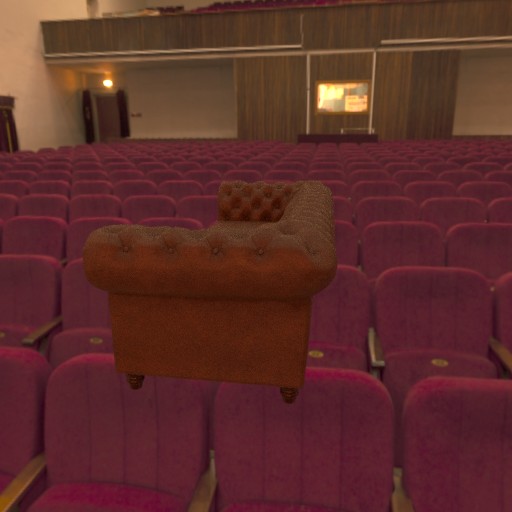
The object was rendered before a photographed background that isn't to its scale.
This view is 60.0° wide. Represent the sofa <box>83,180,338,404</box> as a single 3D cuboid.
[{"bbox_3d":[0.000,0.000,2.759,0.944,0.783,2.385,2,14,9],"label":"sofa"}]
